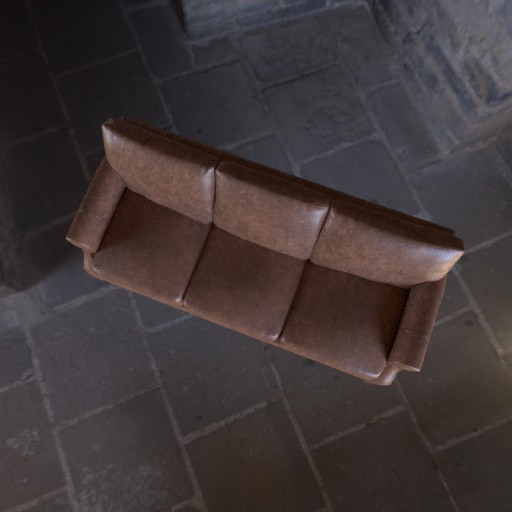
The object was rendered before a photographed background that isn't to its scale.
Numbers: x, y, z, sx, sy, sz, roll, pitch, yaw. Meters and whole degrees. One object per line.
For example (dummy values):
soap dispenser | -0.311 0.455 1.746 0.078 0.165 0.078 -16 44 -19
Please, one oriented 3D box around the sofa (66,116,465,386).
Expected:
sofa | 0.000 0.000 2.890 2.351 0.977 0.973 20 77 5
